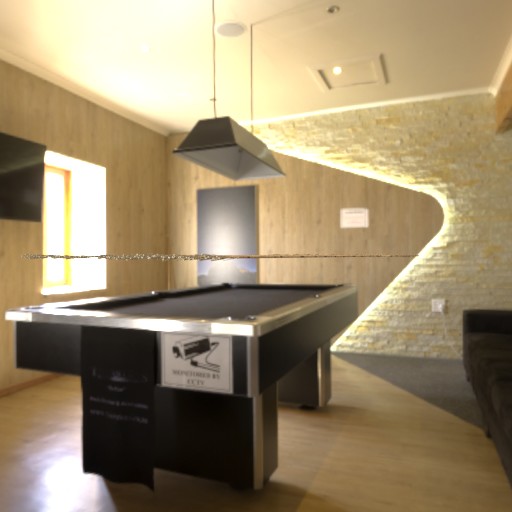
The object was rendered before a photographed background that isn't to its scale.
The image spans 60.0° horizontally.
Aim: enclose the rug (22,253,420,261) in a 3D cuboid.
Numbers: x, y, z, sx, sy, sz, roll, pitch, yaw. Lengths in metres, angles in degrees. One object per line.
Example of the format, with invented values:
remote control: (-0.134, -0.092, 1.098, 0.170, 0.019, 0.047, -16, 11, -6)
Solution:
rug: (0.000, 0.000, 2.485, 1.224, 0.028, 2.023, 0, 0, 37)
